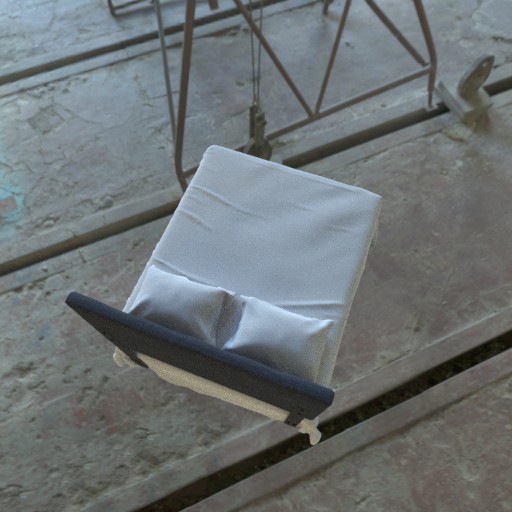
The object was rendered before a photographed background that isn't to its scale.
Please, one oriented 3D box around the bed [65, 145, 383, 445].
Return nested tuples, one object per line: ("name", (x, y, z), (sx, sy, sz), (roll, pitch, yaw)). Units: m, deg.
("bed", (0.000, 0.000, 3.561), (1.936, 1.577, 2.222), (19, 66, 9))
